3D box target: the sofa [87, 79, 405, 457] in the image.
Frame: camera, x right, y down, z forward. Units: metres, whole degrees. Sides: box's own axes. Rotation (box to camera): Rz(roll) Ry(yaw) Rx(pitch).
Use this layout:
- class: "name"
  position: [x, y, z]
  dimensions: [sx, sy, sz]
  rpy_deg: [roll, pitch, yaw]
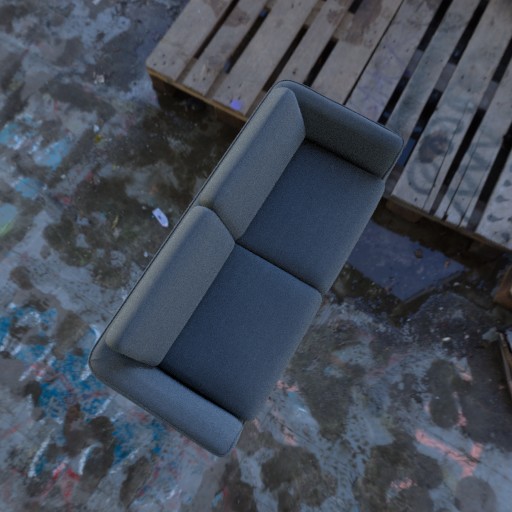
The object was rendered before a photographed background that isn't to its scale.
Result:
- class: "sofa"
  position: [0.000, 0.000, 2.547]
  dimensions: [0.920, 0.850, 2.000]
  rpy_deg: [30, 76, 8]
